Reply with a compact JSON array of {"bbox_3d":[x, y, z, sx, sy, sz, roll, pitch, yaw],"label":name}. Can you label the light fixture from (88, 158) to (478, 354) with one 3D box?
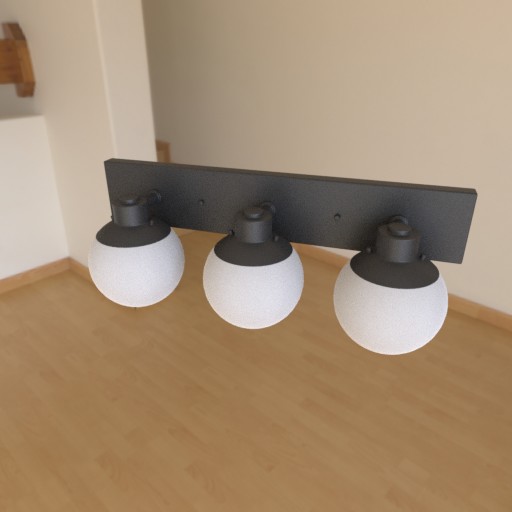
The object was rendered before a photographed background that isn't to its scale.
[{"bbox_3d":[0.000,0.000,0.822,0.721,0.263,0.218,8,27,16],"label":"light fixture"}]
